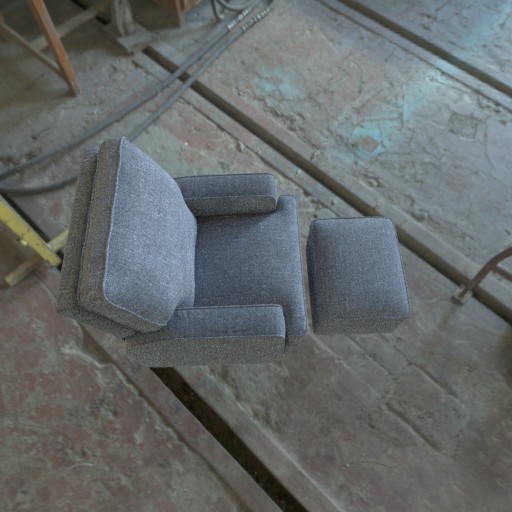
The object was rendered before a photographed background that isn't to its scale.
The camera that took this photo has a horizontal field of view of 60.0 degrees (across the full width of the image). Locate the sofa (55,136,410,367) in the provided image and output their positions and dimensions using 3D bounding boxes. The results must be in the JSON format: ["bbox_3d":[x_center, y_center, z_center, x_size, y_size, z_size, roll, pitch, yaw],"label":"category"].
[{"bbox_3d":[0.000,0.000,2.079,1.472,0.959,0.861,-2,64,-1],"label":"sofa"}]
